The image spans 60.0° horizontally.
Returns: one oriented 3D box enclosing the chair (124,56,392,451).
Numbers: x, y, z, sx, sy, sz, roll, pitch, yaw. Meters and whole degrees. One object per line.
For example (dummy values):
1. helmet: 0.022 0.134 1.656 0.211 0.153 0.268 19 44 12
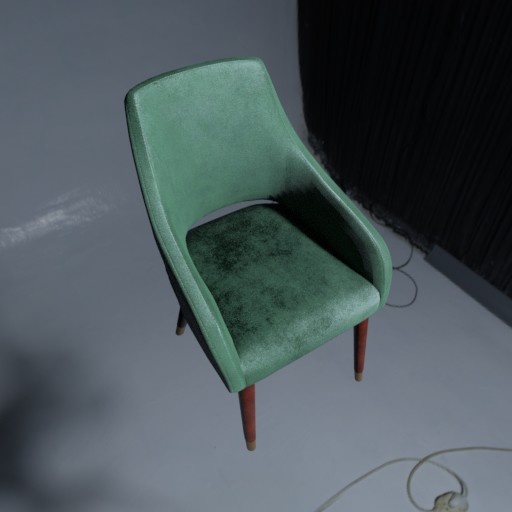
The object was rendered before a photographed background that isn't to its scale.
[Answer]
1. chair: 0.000 0.000 1.575 0.683 1.081 0.794 -24 51 -22
